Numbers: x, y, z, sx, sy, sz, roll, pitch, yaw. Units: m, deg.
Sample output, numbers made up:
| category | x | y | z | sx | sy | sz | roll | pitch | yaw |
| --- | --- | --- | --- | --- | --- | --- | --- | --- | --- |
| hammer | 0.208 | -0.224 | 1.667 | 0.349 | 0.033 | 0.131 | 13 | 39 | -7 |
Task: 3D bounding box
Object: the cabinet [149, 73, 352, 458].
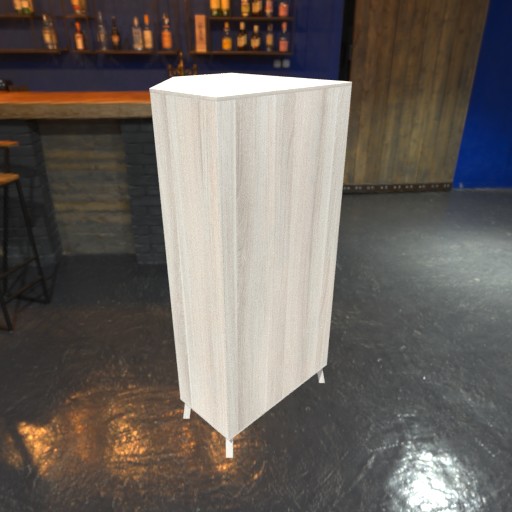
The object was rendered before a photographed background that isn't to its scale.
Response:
| category | x | y | z | sx | sy | sz | roll | pitch | yaw |
| --- | --- | --- | --- | --- | --- | --- | --- | --- | --- |
| cabinet | 0.000 | 0.000 | 2.669 | 0.969 | 1.957 | 1.272 | 0 | 26 | 0 |
